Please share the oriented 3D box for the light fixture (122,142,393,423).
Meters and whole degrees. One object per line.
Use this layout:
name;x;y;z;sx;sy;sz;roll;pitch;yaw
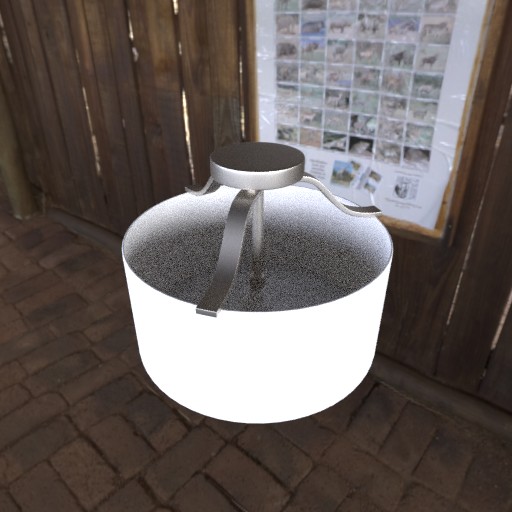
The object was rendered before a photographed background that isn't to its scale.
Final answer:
light fixture;0.000;0.000;0.659;0.395;0.304;0.395;0;31;0
